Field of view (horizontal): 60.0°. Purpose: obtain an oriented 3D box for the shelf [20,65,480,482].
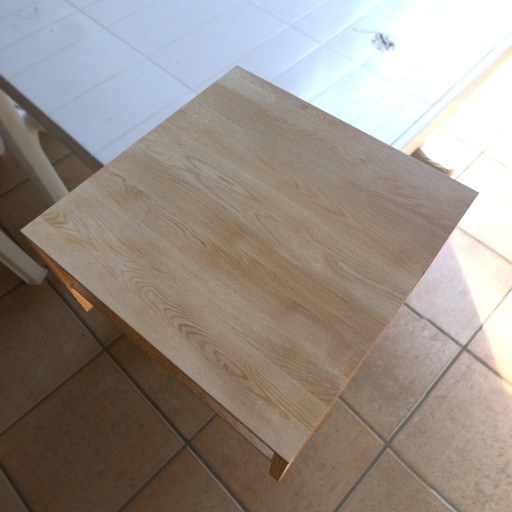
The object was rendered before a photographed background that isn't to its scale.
[{"bbox_3d":[0.000,0.000,1.423,0.899,0.480,0.899,35,65,19],"label":"shelf"}]
